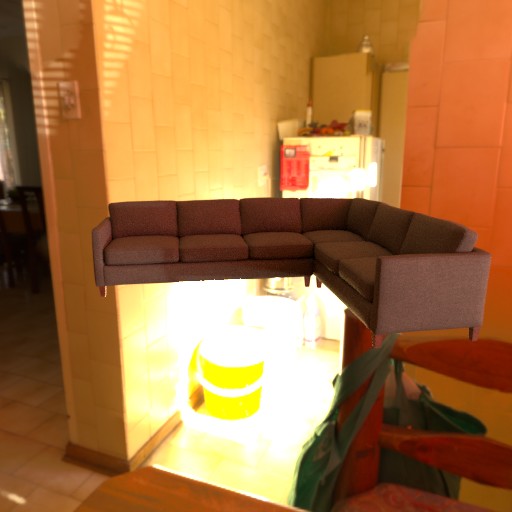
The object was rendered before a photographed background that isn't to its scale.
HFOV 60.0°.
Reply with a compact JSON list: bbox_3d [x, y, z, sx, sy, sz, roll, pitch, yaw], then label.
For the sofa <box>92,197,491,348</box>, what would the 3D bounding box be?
[{"bbox_3d":[0.000,0.000,4.413,3.302,0.947,2.593,-2,14,-9],"label":"sofa"}]
